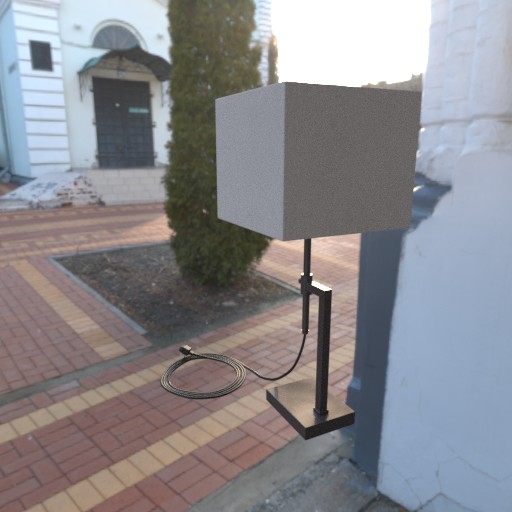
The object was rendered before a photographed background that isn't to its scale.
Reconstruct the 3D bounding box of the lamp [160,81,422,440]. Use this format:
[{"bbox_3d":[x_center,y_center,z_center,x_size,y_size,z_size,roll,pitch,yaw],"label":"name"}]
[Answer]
[{"bbox_3d":[0.000,0.000,0.988,0.399,0.660,0.504,-7,15,-26],"label":"lamp"}]
